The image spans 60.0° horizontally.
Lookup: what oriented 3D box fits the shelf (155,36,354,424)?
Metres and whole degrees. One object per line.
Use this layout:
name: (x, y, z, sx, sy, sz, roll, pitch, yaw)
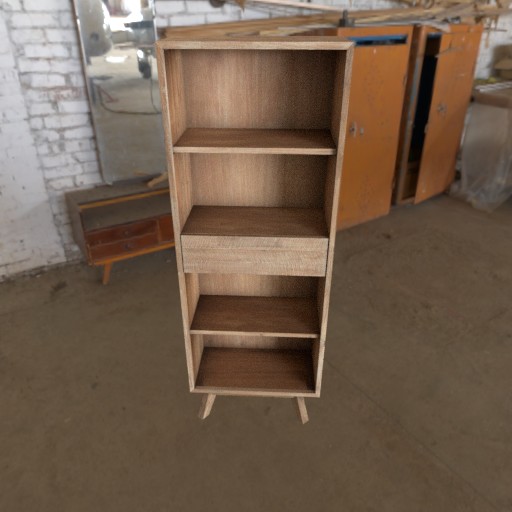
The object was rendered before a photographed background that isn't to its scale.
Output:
shelf: (0.000, 0.000, 1.521, 0.491, 1.342, 0.267, 1, 29, 3)
